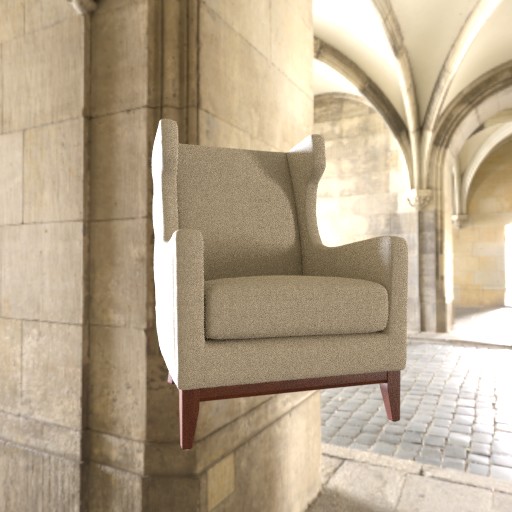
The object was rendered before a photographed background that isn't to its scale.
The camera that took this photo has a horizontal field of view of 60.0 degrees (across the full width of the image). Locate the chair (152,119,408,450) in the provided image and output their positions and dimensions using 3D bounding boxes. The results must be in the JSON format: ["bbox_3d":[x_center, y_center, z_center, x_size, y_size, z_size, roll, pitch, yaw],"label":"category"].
[{"bbox_3d":[0.000,0.000,1.711,0.778,1.079,0.899,0,-1,-19],"label":"chair"}]
